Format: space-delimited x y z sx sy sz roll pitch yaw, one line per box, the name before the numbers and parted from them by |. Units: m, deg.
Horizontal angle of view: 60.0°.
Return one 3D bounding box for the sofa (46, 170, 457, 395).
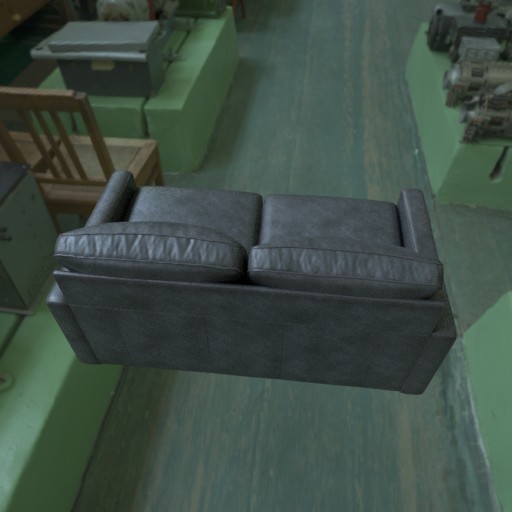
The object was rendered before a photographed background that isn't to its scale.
sofa | 0.000 0.000 2.210 1.732 0.916 0.939 4 47 4
